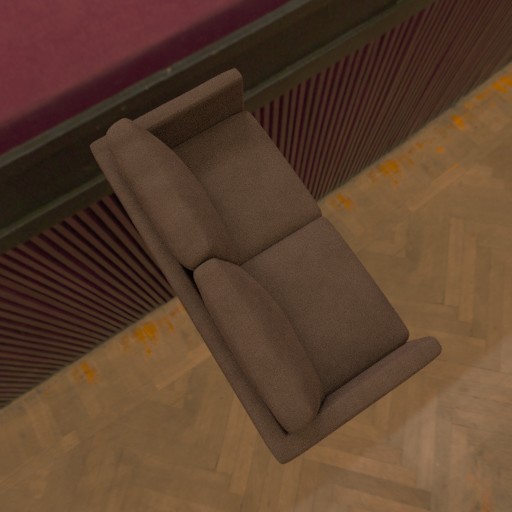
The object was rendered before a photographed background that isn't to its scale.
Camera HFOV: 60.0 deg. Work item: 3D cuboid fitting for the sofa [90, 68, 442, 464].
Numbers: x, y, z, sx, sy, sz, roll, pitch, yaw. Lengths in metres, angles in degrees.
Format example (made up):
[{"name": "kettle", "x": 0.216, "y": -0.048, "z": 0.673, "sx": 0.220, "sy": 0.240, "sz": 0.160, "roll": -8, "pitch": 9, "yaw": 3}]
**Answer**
[{"name": "sofa", "x": 0.000, "y": 0.000, "z": 2.464, "sx": 0.950, "sy": 0.963, "sz": 1.884, "roll": -32, "pitch": 76, "yaw": -8}]
